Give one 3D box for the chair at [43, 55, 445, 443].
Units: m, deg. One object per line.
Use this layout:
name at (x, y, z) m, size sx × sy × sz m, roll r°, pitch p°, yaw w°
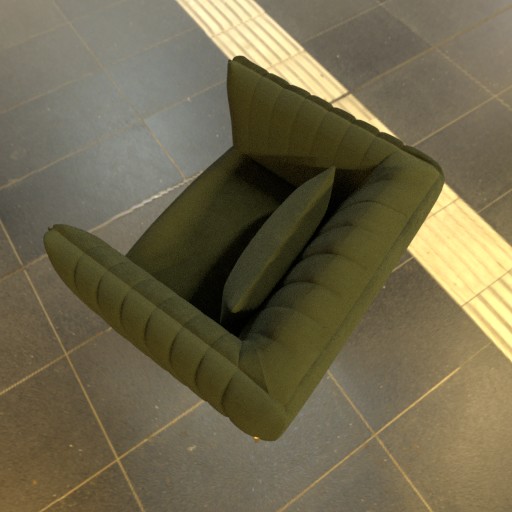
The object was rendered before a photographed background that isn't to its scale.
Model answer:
chair at (0.000, 0.000, 1.652) m, size 0.877 × 0.794 × 1.032 m, roll 33°, pitch 69°, yaw 15°
